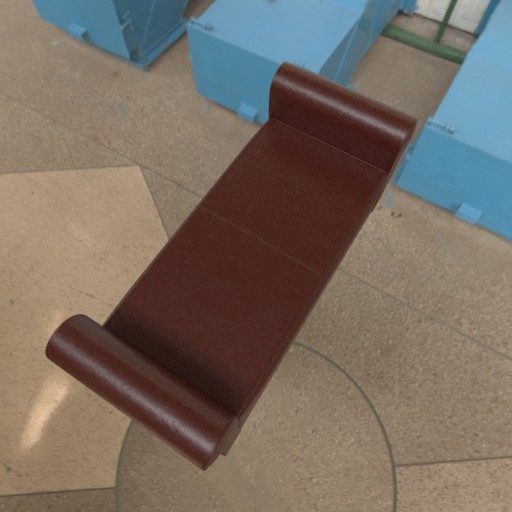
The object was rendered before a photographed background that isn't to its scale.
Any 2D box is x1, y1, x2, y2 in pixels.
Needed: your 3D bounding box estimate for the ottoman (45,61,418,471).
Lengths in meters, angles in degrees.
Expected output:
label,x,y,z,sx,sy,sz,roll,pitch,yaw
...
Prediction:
label,x,y,z,sx,sy,sz,roll,pitch,yaw
ottoman,0.000,0.000,1.519,0.521,0.547,1.256,29,68,13
